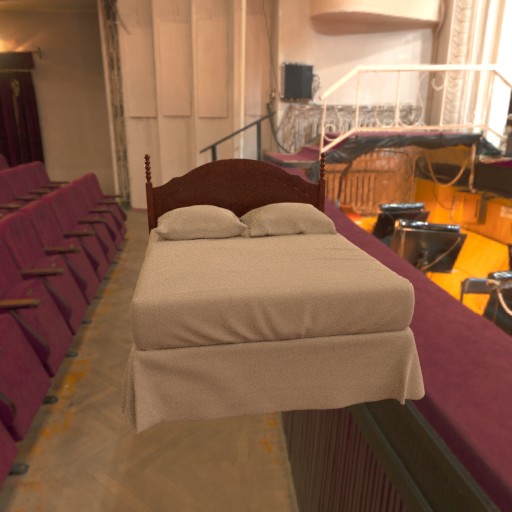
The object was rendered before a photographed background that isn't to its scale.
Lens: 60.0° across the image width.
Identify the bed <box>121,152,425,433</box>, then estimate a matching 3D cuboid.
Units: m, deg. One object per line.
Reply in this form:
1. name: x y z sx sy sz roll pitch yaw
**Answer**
1. bed: 0.000 0.000 3.255 1.873 1.356 2.040 -3 17 -9
